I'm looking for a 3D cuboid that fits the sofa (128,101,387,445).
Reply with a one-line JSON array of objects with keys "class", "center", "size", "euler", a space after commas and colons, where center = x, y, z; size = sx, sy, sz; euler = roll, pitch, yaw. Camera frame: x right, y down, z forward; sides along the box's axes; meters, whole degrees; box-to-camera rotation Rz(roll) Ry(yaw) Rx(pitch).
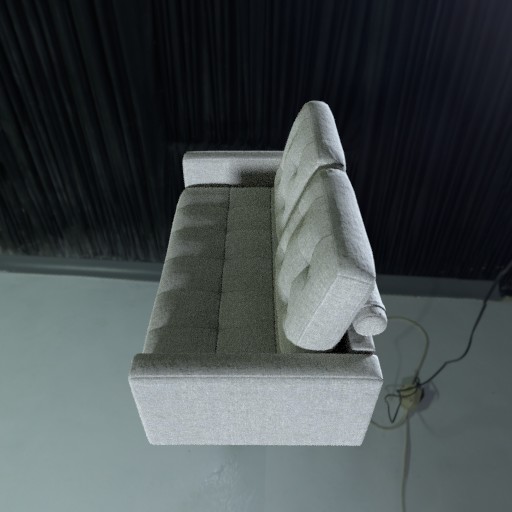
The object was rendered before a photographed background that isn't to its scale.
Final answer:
[{"class": "sofa", "center": [0.000, 0.000, 1.931], "size": [0.842, 0.907, 1.407], "euler": [0, 42, 0]}]
